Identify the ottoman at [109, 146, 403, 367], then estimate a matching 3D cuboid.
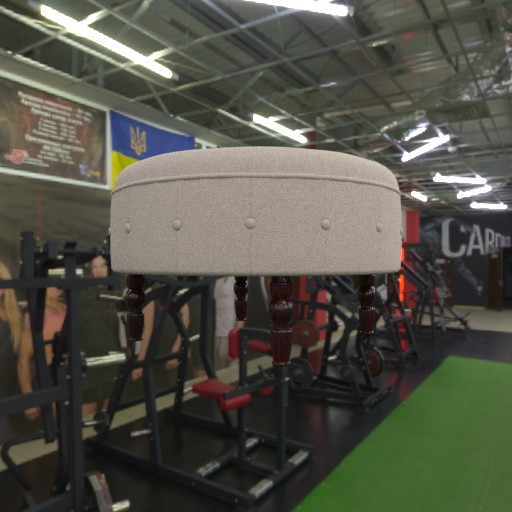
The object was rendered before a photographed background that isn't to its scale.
[{"bbox_3d":[0.000,0.000,1.358,0.848,0.494,0.848,0,0,0],"label":"ottoman"}]
